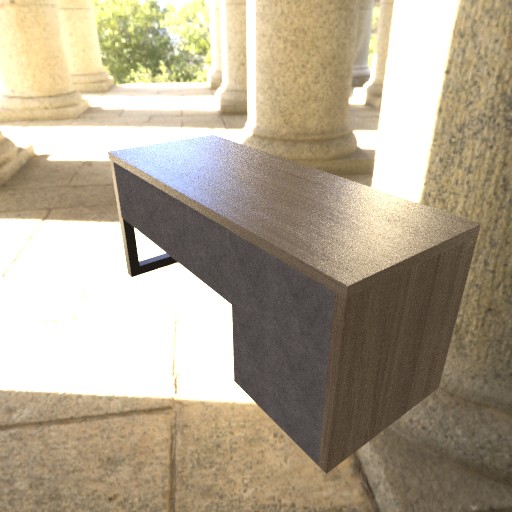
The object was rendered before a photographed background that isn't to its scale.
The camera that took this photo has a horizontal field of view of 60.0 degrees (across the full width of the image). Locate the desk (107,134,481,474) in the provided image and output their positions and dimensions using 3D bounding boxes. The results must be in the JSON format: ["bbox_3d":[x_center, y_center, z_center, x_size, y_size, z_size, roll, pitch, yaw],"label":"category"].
[{"bbox_3d":[0.000,0.000,2.116,0.690,0.760,1.700,-20,34,-32],"label":"desk"}]
